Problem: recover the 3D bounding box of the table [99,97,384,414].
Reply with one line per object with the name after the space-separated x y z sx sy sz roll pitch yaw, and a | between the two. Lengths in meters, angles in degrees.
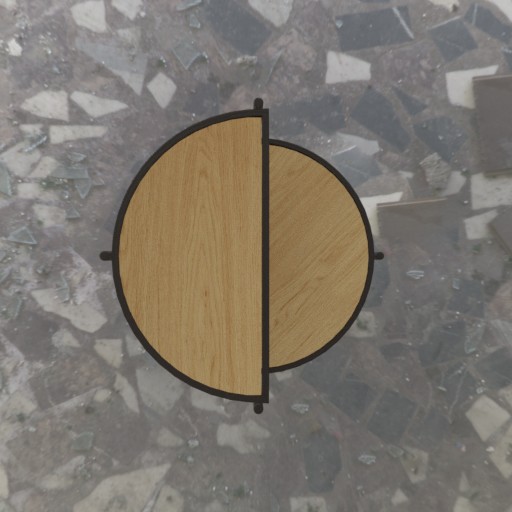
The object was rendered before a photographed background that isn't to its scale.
0.000 0.000 1.206 0.628 0.684 0.629 0 90 -1 | table
